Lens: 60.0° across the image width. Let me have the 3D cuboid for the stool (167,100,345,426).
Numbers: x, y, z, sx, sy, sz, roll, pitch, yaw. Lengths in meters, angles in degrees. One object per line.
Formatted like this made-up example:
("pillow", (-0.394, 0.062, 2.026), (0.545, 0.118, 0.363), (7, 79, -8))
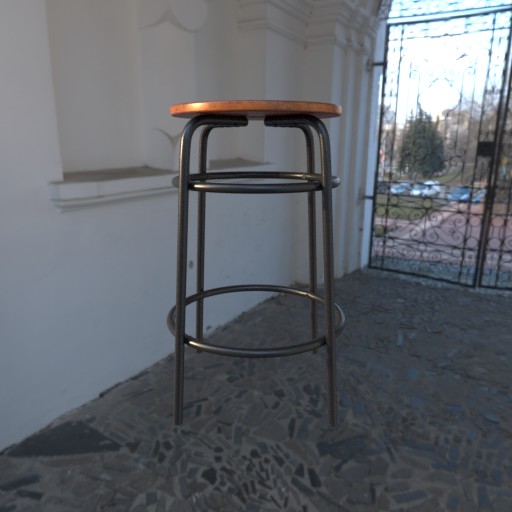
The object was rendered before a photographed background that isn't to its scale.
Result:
("stool", (0.000, 0.000, 0.958), (0.455, 0.610, 0.455), (-14, 20, -43))
